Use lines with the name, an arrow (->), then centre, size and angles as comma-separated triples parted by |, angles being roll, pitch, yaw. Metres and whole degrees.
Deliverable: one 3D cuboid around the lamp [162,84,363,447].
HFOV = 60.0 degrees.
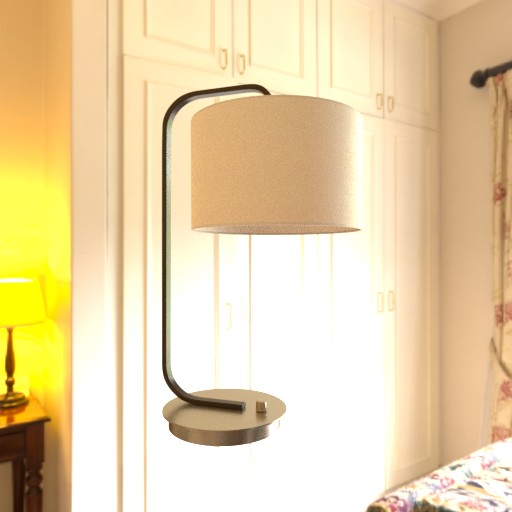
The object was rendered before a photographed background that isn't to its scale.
lamp -> 0.000, 0.000, 0.613 | 0.288, 0.473, 0.230 | 0, 0, 19
